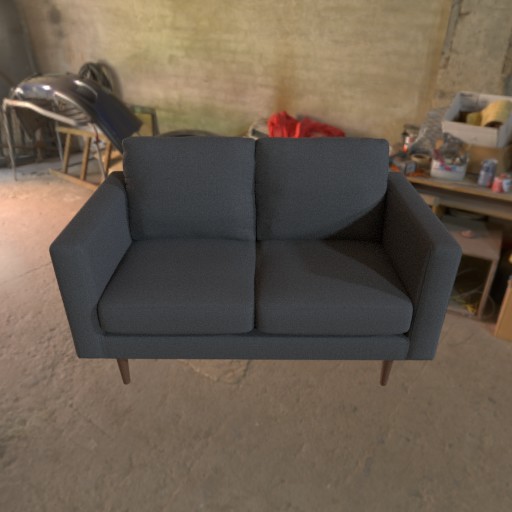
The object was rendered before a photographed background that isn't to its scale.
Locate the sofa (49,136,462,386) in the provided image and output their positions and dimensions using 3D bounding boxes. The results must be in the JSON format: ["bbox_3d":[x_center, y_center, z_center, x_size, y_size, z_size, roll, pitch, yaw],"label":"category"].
[{"bbox_3d":[0.000,0.000,1.936,1.430,0.908,0.796,0,31,0],"label":"sofa"}]
